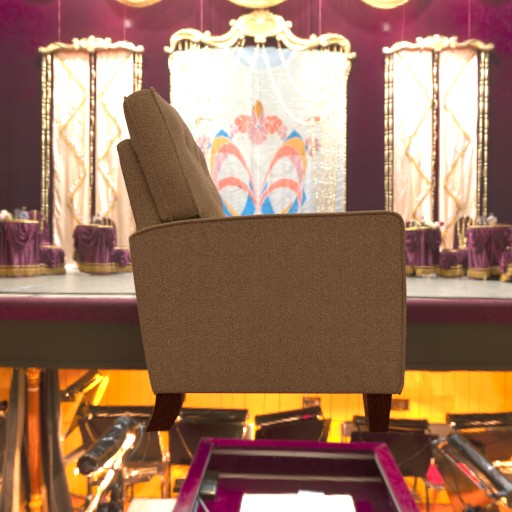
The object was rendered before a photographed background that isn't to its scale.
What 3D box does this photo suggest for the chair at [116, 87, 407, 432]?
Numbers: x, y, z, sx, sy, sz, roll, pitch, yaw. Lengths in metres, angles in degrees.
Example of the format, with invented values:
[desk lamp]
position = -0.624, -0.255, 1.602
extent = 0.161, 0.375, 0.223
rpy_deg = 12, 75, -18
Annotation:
[chair]
position = 0.000, 0.000, 1.412
extent = 0.754, 0.888, 0.648
rpy_deg = 0, 1, 1
